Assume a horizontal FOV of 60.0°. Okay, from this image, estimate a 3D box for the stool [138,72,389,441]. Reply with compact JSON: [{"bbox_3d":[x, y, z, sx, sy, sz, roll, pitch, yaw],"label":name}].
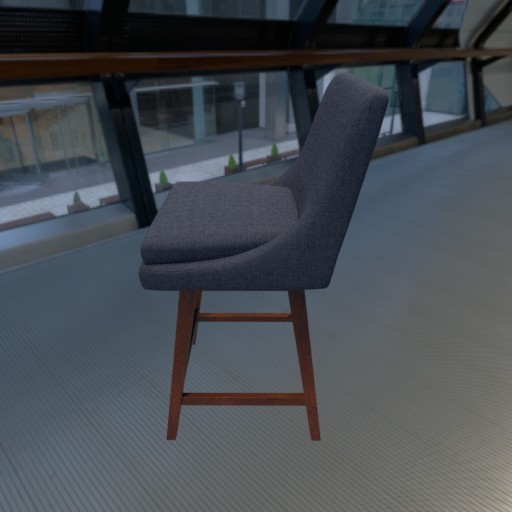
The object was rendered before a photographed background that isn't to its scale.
[{"bbox_3d":[0.000,0.000,1.196,0.524,0.895,0.467,0,27,0],"label":"stool"}]
